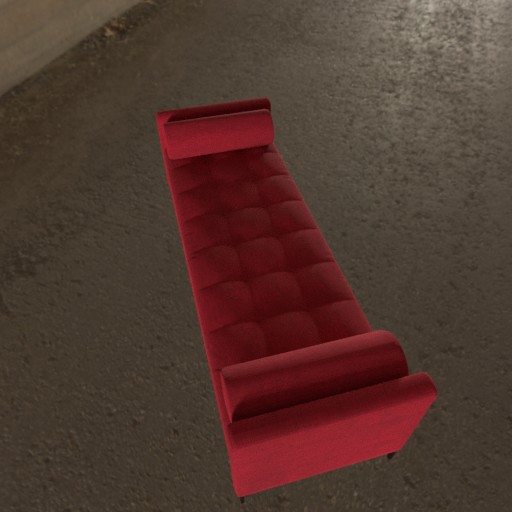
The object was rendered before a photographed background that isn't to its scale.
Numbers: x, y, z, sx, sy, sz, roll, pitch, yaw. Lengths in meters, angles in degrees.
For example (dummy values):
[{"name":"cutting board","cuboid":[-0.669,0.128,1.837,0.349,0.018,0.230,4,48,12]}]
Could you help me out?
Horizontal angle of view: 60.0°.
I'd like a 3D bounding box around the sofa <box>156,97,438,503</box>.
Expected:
[{"name":"sofa","cuboid":[0.000,0.000,2.211,0.686,0.635,1.981,-11,48,-10]}]
